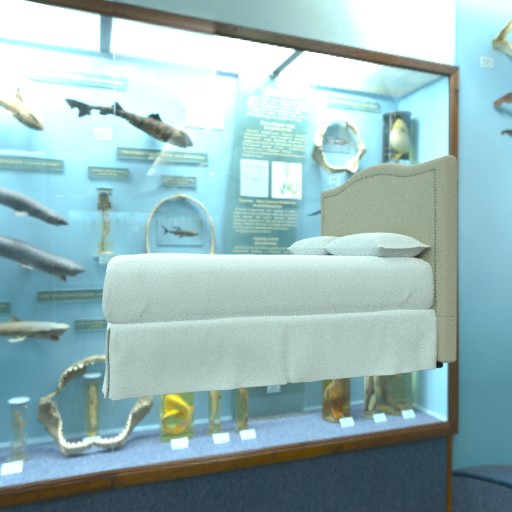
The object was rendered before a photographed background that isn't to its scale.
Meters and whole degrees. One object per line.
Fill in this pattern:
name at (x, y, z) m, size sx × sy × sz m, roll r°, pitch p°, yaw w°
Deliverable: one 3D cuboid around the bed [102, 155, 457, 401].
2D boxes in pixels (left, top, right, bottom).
bed at (0.000, 0.000, 3.308) m, size 2.143 × 1.460 × 1.753 m, roll 0°, pitch 1°, yaw -18°
